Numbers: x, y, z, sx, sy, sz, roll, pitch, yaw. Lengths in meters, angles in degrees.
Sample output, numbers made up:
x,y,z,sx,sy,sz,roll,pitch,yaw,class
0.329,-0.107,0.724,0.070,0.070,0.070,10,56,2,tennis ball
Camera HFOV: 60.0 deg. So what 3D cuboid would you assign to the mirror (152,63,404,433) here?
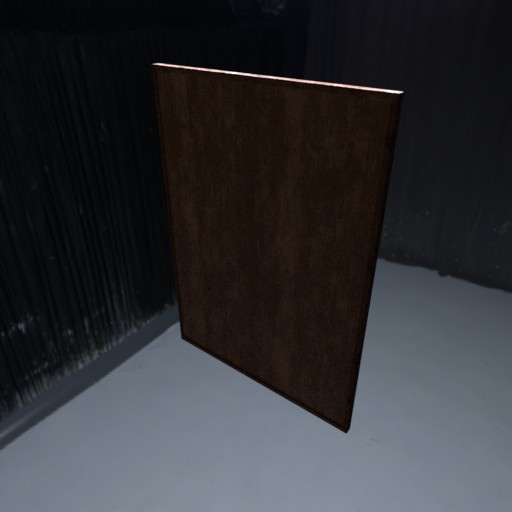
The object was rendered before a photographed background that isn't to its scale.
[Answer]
x,y,z,sx,sy,sz,roll,pitch,yaw,class
0.000,0.000,1.442,0.796,1.099,0.028,21,36,32,mirror
